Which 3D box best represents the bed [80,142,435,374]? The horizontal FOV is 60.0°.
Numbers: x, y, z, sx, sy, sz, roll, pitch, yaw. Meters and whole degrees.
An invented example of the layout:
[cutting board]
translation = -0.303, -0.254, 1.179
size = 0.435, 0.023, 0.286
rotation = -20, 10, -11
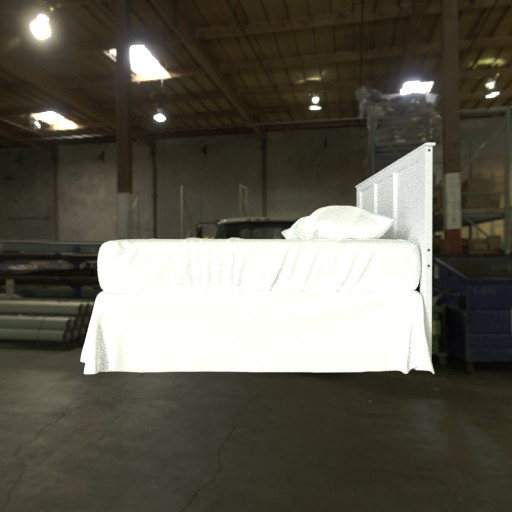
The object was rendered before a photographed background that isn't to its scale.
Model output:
[bed]
translation = 0.000, 0.000, 3.262
size = 2.047, 1.269, 1.876
rotation = 0, 1, -1
